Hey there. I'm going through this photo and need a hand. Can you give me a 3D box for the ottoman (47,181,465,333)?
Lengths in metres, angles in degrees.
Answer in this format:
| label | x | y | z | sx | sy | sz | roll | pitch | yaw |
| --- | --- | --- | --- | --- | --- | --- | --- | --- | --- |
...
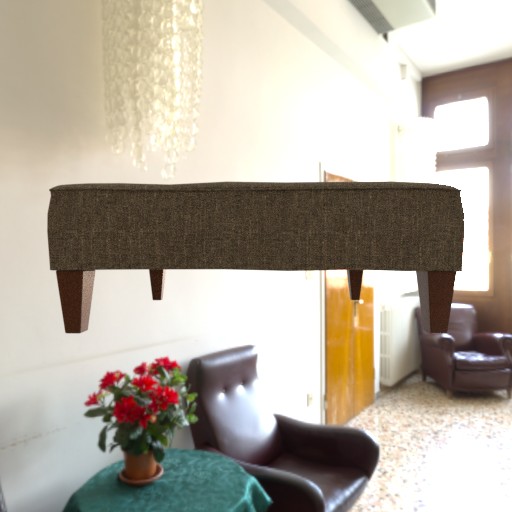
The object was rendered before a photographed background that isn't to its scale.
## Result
| label | x | y | z | sx | sy | sz | roll | pitch | yaw |
| --- | --- | --- | --- | --- | --- | --- | --- | --- | --- |
| ottoman | 0.000 | 0.000 | 1.514 | 0.981 | 0.379 | 1.016 | 0 | -1 | 0 |
